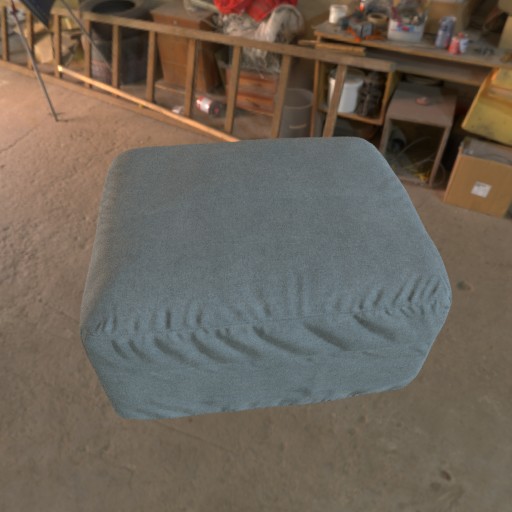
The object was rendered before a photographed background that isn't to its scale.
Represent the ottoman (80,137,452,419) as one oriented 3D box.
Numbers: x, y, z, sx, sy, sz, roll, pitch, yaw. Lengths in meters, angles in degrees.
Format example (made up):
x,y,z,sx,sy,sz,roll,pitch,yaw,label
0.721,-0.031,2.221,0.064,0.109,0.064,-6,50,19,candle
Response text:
x,y,z,sx,sy,sz,roll,pitch,yaw,label
0.000,0.000,1.236,0.837,0.481,0.683,-4,46,-4,ottoman
